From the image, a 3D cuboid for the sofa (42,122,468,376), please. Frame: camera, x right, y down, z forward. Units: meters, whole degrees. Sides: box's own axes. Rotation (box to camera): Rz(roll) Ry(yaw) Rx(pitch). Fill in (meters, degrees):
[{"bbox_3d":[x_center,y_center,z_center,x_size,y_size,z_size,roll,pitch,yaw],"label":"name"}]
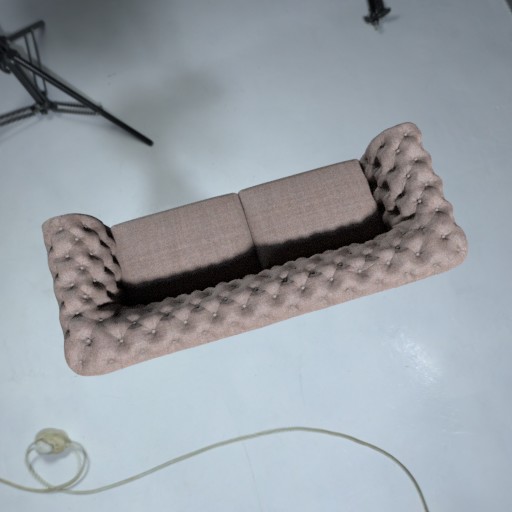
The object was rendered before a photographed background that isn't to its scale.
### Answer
[{"bbox_3d":[0.000,0.000,2.851,2.385,0.787,0.944,-16,76,-4],"label":"sofa"}]
